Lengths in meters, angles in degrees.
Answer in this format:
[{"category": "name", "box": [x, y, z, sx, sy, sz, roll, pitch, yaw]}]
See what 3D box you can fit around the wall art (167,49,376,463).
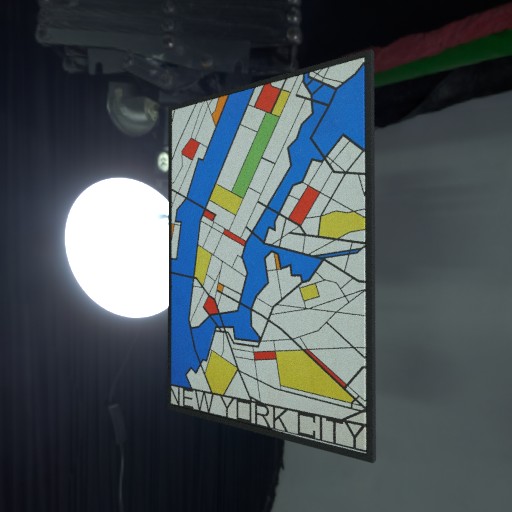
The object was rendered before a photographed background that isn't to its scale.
[{"category": "wall art", "box": [0.000, 0.000, 0.838, 0.457, 0.657, 0.013, -1, -1, 35]}]
